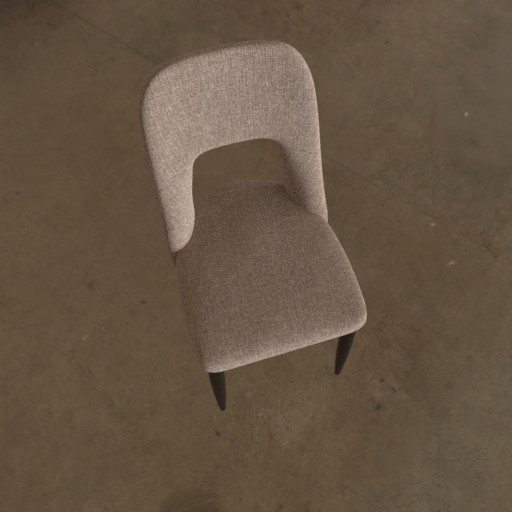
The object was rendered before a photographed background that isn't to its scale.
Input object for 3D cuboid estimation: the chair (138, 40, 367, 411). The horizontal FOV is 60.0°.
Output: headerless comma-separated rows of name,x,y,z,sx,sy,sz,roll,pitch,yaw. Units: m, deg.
chair,0.000,0.000,1.252,0.470,0.931,0.612,-15,64,-8
